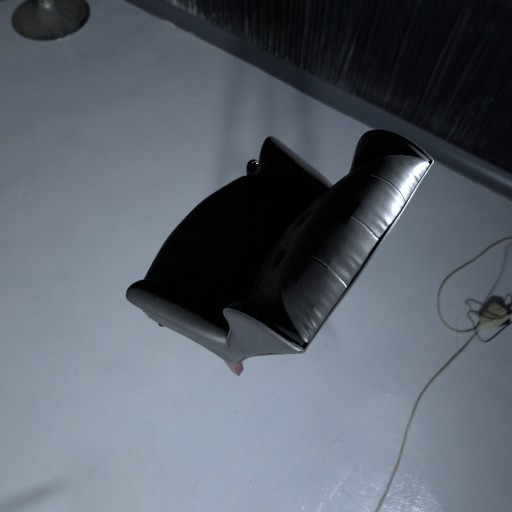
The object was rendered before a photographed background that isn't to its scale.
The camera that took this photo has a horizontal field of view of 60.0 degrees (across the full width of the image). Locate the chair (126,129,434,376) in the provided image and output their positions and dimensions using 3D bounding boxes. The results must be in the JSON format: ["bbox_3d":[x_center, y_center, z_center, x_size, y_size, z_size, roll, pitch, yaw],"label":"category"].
[{"bbox_3d":[0.000,0.000,1.632,0.762,1.111,0.838,33,68,15],"label":"chair"}]
